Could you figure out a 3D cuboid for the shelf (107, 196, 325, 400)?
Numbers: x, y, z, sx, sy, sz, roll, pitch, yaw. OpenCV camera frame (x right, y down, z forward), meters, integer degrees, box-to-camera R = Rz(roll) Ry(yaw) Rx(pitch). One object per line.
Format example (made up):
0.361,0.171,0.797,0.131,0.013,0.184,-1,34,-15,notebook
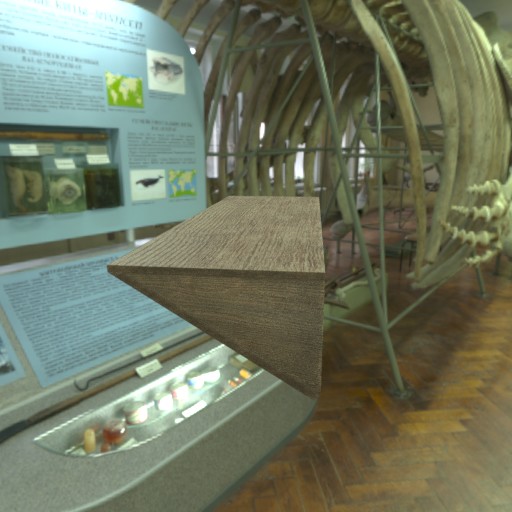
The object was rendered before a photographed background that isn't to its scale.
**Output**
0.000,0.000,0.706,0.200,0.125,0.610,2,14,7,shelf
